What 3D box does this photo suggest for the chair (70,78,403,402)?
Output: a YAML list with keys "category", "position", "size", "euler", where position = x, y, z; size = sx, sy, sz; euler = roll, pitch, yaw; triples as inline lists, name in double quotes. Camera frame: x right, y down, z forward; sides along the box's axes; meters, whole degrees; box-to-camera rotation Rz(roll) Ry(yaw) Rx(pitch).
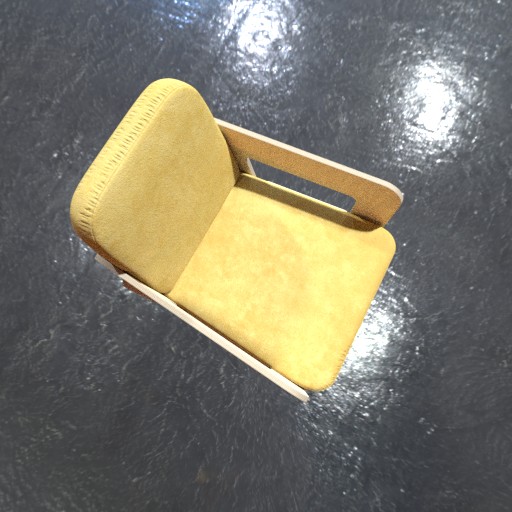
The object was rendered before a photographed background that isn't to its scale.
- category: "chair"
  position: [0.000, 0.000, 1.283]
  size: [0.710, 0.800, 0.590]
  euler: [27, 76, 7]
